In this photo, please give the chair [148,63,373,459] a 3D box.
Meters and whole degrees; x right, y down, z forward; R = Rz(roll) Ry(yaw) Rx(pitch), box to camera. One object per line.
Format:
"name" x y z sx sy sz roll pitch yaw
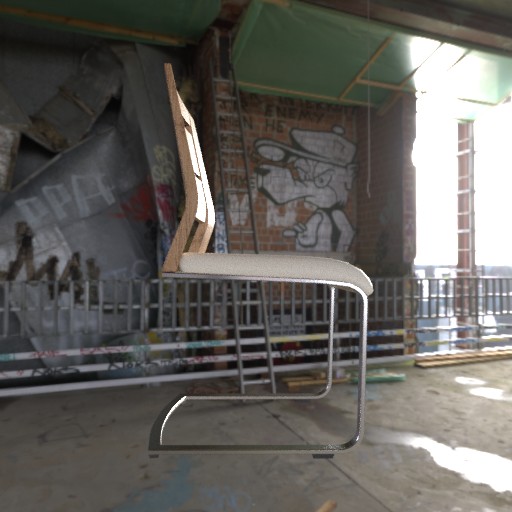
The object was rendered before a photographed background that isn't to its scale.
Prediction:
"chair" 0.000 0.000 1.265 0.561 0.955 0.457 0 -1 0
